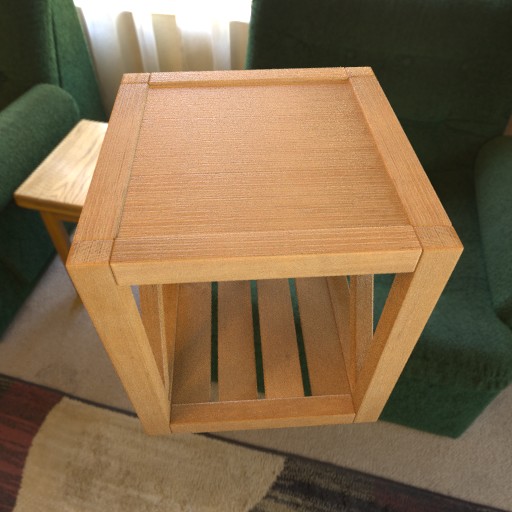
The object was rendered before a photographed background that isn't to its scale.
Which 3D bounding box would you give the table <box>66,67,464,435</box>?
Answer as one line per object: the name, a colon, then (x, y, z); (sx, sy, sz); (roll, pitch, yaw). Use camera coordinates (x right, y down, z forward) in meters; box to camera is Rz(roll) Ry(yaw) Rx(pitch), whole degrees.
table: (0.000, 0.000, 1.015); (0.558, 0.610, 0.559); (-3, 48, -2)
